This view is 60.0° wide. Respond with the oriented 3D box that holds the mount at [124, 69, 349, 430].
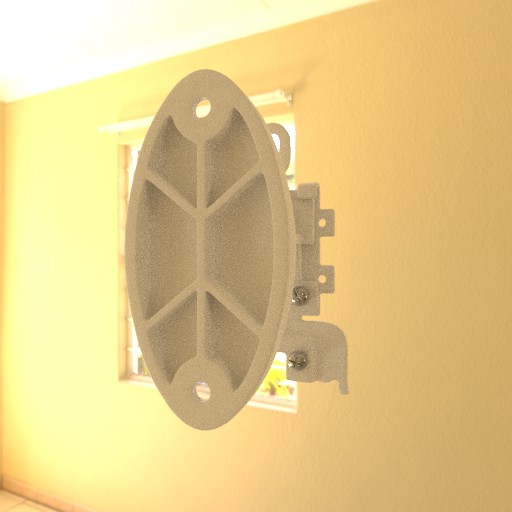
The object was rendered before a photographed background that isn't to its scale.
[{"bbox_3d":[0.000,0.000,0.175,0.066,0.118,0.100,0,0,18],"label":"mount"}]
